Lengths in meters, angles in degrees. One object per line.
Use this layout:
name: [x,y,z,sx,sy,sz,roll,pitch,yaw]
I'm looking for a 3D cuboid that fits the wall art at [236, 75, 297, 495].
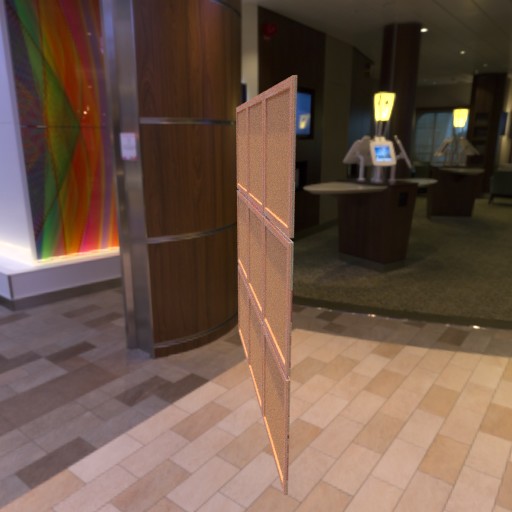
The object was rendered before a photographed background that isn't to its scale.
wall art: [0.000,0.000,1.802,0.013,1.220,1.216,-2,15,-9]
